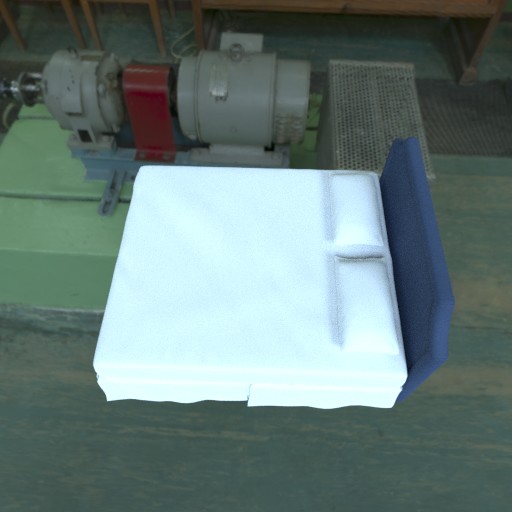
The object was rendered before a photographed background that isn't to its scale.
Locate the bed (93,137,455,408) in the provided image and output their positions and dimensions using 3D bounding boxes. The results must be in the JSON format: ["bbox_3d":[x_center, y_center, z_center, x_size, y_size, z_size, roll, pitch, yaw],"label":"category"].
[{"bbox_3d":[0.000,0.000,4.080,2.773,1.488,2.350,2,58,1],"label":"bed"}]
